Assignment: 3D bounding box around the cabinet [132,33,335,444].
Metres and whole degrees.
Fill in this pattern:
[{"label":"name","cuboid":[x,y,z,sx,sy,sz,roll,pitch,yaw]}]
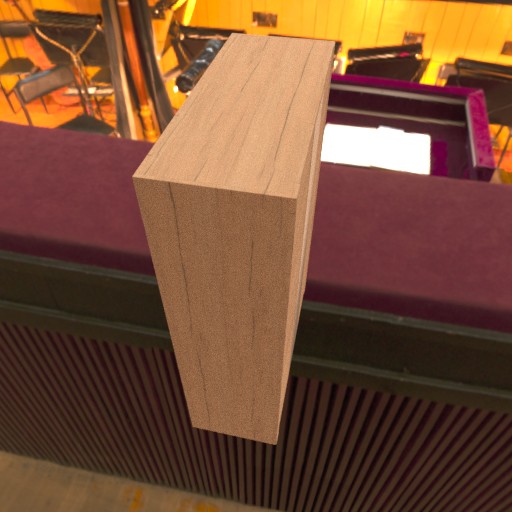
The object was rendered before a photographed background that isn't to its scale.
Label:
[{"label":"cabinet","cuboid":[0.000,0.000,2.717,0.580,2.070,1.400,9,46,9]}]
